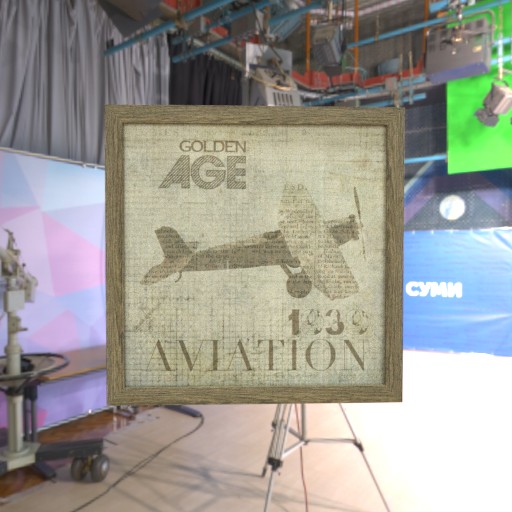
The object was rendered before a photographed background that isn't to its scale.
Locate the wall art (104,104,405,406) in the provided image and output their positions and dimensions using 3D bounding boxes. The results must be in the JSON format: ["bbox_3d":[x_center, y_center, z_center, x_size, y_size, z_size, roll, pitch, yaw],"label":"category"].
[{"bbox_3d":[0.000,0.000,0.764,0.508,0.508,0.019,0,1,-2],"label":"wall art"}]
